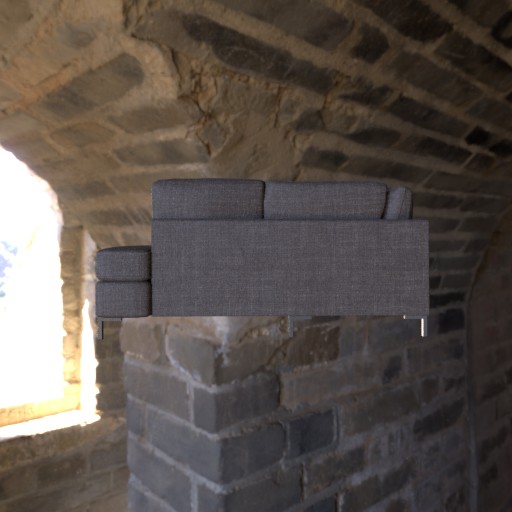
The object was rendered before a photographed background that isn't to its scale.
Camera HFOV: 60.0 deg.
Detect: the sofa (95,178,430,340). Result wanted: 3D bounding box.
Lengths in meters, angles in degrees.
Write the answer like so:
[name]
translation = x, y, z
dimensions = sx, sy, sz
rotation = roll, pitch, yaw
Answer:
[sofa]
translation = 0.000, 0.000, 4.378
dimensions = 2.048, 0.999, 3.423
rotation = 0, 0, -2
